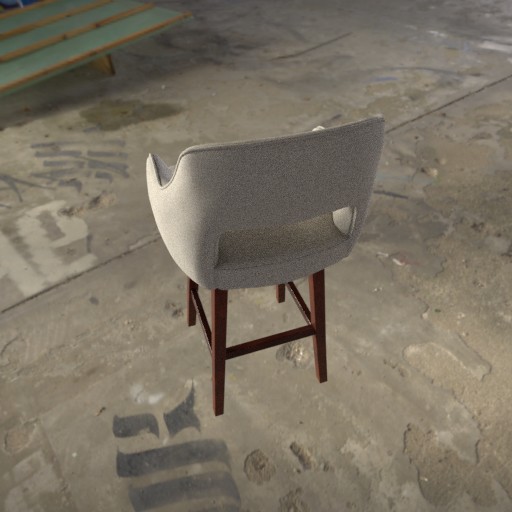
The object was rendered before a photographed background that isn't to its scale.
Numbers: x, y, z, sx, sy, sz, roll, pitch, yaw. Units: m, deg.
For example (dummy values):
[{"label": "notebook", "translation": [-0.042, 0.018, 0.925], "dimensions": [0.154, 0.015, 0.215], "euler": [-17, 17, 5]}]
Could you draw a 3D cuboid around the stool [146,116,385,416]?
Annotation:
[{"label": "stool", "translation": [0.000, 0.000, 1.352], "dimensions": [0.550, 1.041, 0.560], "euler": [-13, 43, -14]}]
